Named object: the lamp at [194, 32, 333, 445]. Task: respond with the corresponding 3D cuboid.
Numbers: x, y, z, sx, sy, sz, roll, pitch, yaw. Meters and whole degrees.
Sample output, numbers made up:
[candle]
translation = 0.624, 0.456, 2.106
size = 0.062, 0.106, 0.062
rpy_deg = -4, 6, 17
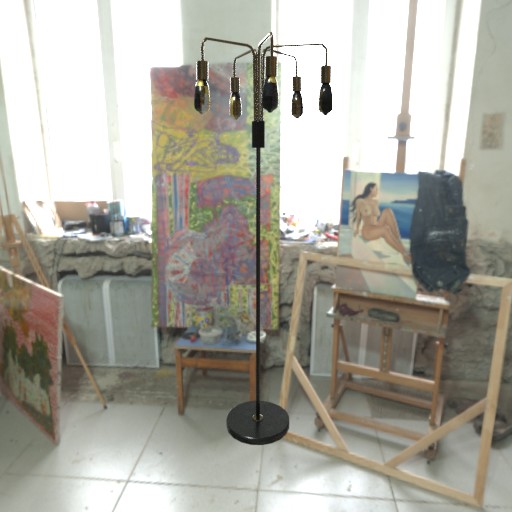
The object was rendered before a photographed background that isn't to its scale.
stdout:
[lamp]
translation = 0.000, 0.000, 1.974
size = 0.572, 1.721, 0.599
rpy_deg = -6, 16, -23
